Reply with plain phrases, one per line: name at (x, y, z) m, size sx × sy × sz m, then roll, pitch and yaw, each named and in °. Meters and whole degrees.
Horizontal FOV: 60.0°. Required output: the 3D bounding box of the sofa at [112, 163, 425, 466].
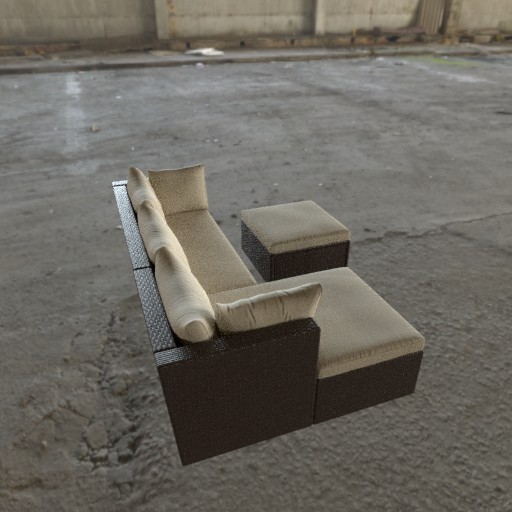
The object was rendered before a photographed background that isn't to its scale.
sofa at (0.000, 0.000, 2.942) m, size 1.612 × 0.766 × 2.192 m, roll -10°, pitch 31°, yaw -18°
